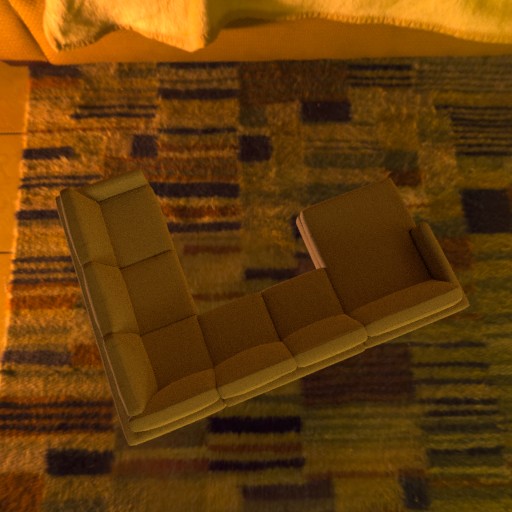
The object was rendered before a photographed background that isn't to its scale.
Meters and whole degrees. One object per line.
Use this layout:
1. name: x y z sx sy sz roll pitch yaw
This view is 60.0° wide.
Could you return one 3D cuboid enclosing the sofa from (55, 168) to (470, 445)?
1. sofa: 0.000 0.000 4.630 3.460 0.961 2.594 -21 76 -5
